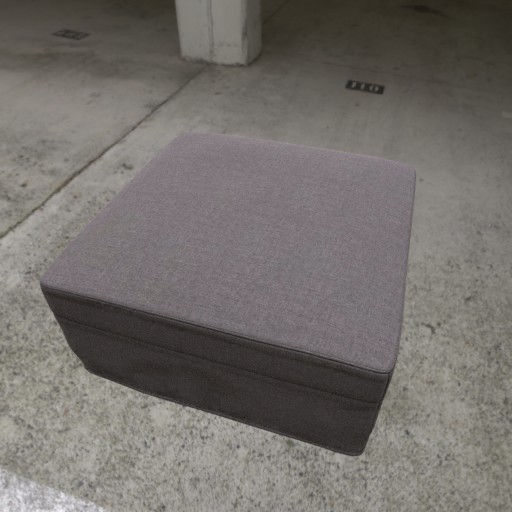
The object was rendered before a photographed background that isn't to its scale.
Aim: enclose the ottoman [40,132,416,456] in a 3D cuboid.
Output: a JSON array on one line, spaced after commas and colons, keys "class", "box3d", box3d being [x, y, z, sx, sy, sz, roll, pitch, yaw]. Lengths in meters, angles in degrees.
[{"class": "ottoman", "box3d": [0.000, 0.000, 1.335, 0.840, 0.436, 0.843, 12, 43, 13]}]
